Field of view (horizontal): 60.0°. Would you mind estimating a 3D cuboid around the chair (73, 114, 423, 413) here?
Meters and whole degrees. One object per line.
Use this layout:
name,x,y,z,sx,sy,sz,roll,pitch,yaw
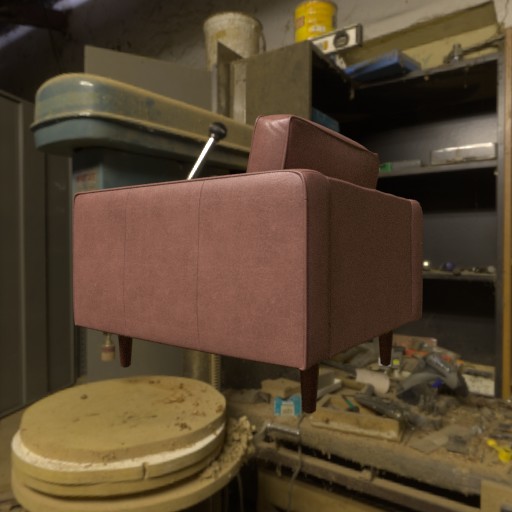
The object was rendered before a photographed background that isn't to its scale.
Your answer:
chair,0.000,0.000,1.541,0.900,0.770,0.920,1,1,36
